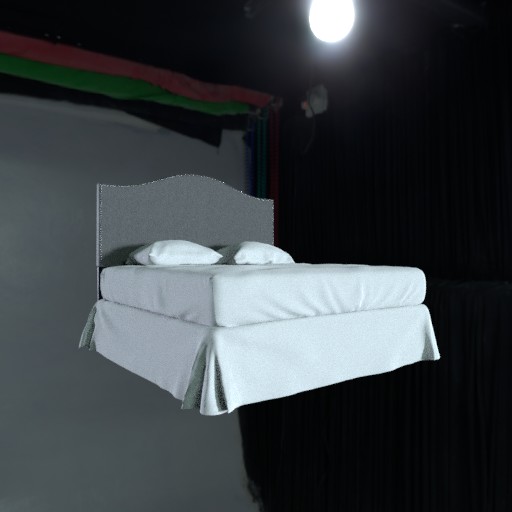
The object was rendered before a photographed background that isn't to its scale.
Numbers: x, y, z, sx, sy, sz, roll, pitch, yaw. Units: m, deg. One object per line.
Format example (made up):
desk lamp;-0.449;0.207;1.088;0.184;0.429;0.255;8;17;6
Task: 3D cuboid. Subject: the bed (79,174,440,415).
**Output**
bed;0.000;0.000;3.726;2.314;1.651;2.219;0;0;-37
